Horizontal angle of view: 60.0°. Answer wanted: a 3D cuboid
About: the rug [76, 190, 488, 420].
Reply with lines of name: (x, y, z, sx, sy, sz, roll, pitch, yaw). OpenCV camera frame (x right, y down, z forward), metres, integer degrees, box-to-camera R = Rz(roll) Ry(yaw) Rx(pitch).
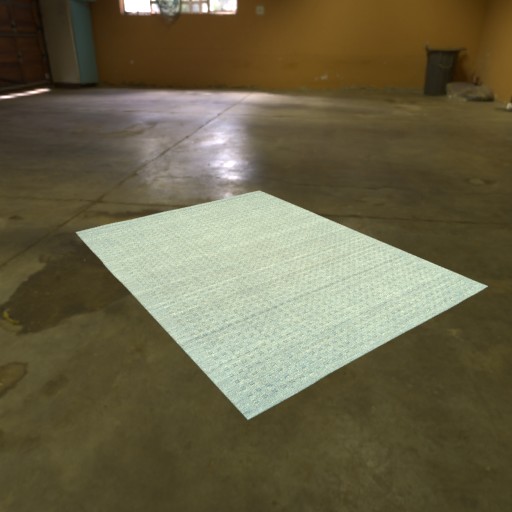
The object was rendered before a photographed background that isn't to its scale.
rug: (0.000, 0.000, 4.181, 2.443, 0.007, 3.200, -18, 31, -32)
